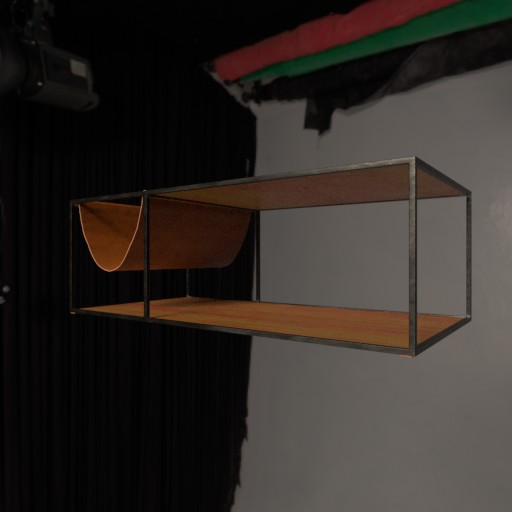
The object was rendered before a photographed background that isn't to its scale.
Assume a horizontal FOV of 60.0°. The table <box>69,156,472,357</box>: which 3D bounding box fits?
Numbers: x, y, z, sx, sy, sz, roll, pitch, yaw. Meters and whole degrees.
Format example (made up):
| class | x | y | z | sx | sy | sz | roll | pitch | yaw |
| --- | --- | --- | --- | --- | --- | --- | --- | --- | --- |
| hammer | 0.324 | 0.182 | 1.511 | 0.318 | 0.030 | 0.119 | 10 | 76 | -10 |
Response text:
| class | x | y | z | sx | sy | sz | roll | pitch | yaw |
| --- | --- | --- | --- | --- | --- | --- | --- | --- | --- |
| table | 0.000 | 0.000 | 1.466 | 1.199 | 0.403 | 0.597 | 0 | 0 | 36 |
